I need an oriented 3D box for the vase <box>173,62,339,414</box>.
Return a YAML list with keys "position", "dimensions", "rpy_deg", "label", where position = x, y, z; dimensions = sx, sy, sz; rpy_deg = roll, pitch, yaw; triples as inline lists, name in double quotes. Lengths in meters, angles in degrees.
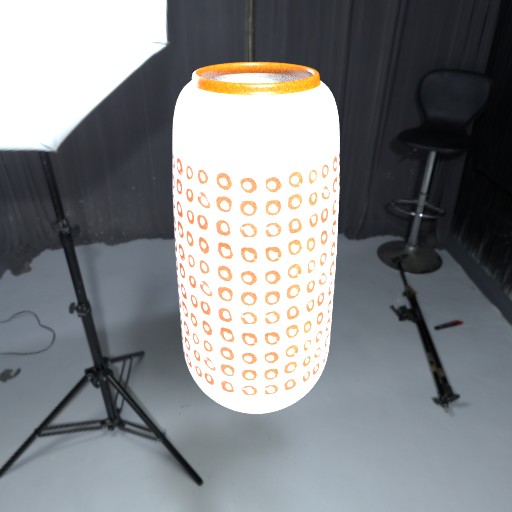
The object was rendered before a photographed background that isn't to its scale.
- position: [0.000, 0.000, 0.362]
  dimensions: [0.133, 0.282, 0.133]
  rpy_deg: [0, 32, 0]
  label: "vase"
